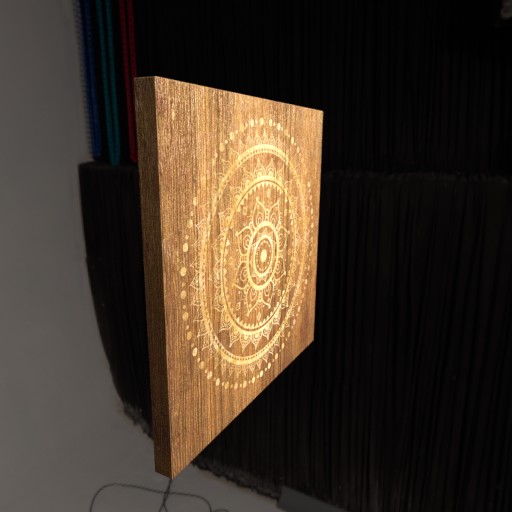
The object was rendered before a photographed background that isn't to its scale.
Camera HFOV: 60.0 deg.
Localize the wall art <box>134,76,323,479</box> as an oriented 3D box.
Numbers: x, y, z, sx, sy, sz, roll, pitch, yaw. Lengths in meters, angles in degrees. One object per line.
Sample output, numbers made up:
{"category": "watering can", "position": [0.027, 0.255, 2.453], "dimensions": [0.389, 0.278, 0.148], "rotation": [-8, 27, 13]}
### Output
{"category": "wall art", "position": [0.000, 0.000, 0.902], "dimensions": [0.042, 0.608, 0.611], "rotation": [7, 16, 28]}
